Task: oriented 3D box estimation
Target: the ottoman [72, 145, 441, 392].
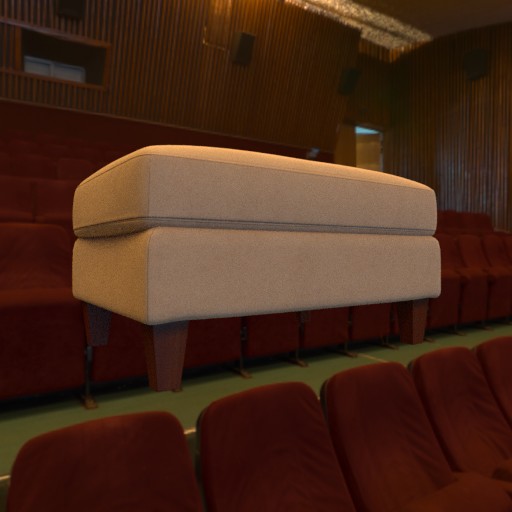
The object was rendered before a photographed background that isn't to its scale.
[{"bbox_3d":[0.000,0.000,1.217,0.864,0.483,0.584,0,0,-34],"label":"ottoman"}]
